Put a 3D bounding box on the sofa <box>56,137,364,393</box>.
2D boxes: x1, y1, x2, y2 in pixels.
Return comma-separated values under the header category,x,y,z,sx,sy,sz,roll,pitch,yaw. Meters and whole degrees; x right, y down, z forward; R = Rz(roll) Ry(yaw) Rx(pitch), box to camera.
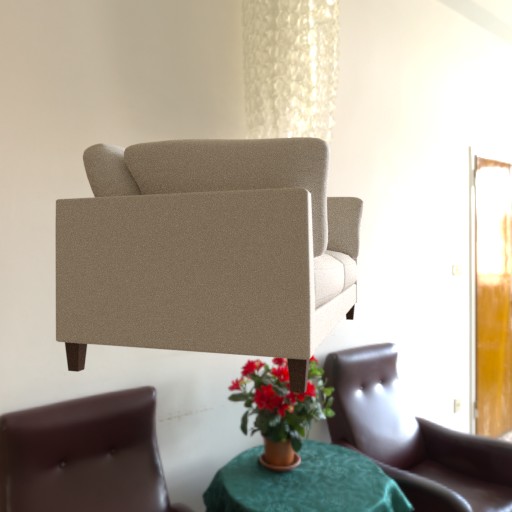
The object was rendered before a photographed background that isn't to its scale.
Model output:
category,x,y,z,sx,sy,sz,roll,pitch,yaw
sofa,0.000,0.000,2.264,0.970,0.836,1.776,0,0,18
